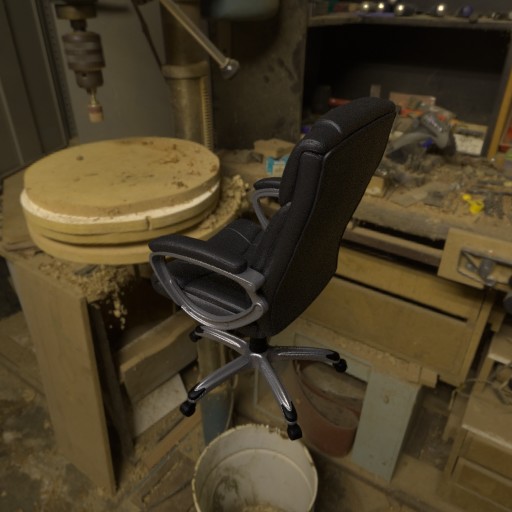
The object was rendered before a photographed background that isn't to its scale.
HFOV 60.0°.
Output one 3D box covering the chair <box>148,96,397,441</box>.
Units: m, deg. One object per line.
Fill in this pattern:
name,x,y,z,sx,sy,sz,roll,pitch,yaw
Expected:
chair,0.000,0.000,1.587,0.719,1.130,0.721,20,37,29
